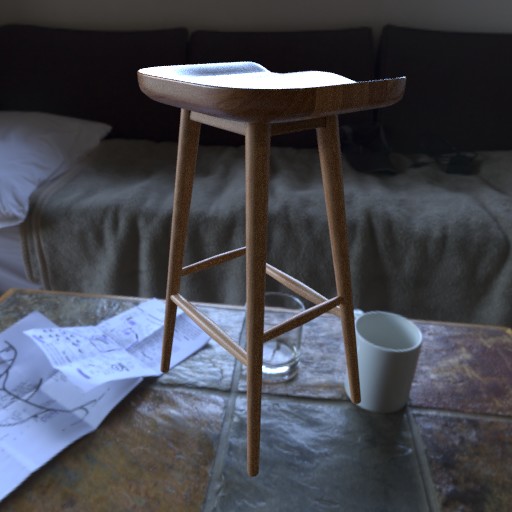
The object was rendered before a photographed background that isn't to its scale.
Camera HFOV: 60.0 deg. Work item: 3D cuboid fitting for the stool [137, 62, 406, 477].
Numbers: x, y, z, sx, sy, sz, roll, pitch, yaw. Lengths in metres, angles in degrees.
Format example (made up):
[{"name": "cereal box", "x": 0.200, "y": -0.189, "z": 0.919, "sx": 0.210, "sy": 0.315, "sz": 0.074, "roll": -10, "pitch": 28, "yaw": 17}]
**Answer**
[{"name": "stool", "x": 0.000, "y": 0.000, "z": 0.908, "sx": 0.322, "sy": 0.698, "sz": 0.407, "roll": -20, "pitch": 33, "yaw": -33}]
